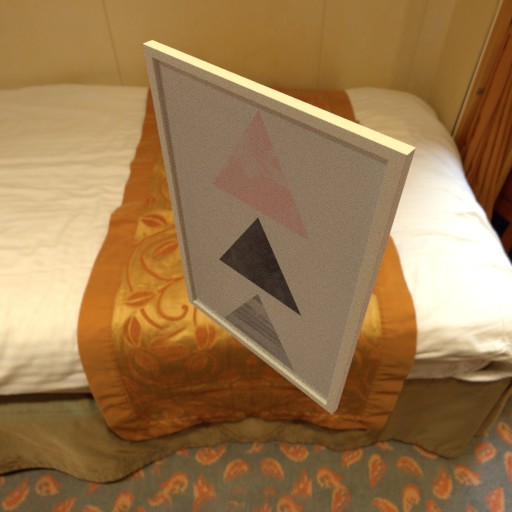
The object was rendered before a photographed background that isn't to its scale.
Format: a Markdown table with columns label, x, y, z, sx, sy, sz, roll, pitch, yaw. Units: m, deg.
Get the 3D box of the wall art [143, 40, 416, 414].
| label | x | y | z | sx | sy | sz | roll | pitch | yaw |
| --- | --- | --- | --- | --- | --- | --- | --- | --- | --- |
| wall art | 0.000 | 0.000 | 0.547 | 0.303 | 0.433 | 0.013 | 33 | 55 | 27 |
